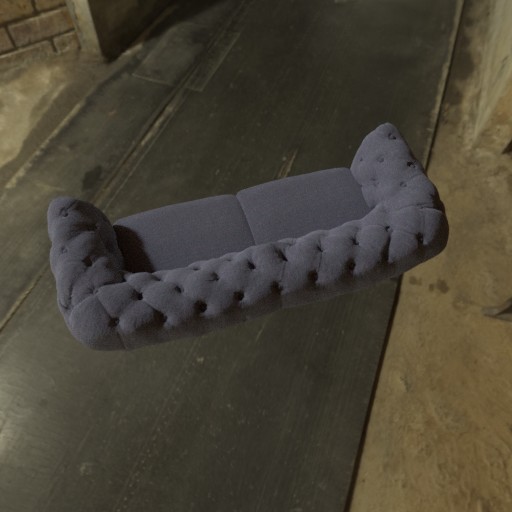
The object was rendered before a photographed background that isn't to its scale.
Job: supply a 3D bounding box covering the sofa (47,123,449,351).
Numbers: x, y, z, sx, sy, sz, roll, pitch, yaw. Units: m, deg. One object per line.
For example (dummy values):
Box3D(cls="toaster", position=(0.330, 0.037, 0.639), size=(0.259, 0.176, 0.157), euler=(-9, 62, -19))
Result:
Box3D(cls="sofa", position=(0.000, 0.000, 2.852), size=(2.335, 0.836, 1.046), euler=(-15, 59, -9))
